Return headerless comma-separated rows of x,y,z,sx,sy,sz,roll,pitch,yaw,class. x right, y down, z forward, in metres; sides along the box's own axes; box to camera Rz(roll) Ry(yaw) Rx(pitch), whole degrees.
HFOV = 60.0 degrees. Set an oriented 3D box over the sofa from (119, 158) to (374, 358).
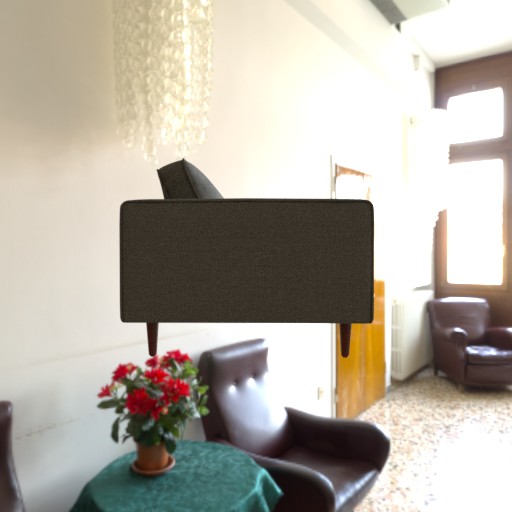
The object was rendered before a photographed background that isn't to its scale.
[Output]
0.000,0.000,2.623,0.914,0.762,2.198,0,0,1,sofa
